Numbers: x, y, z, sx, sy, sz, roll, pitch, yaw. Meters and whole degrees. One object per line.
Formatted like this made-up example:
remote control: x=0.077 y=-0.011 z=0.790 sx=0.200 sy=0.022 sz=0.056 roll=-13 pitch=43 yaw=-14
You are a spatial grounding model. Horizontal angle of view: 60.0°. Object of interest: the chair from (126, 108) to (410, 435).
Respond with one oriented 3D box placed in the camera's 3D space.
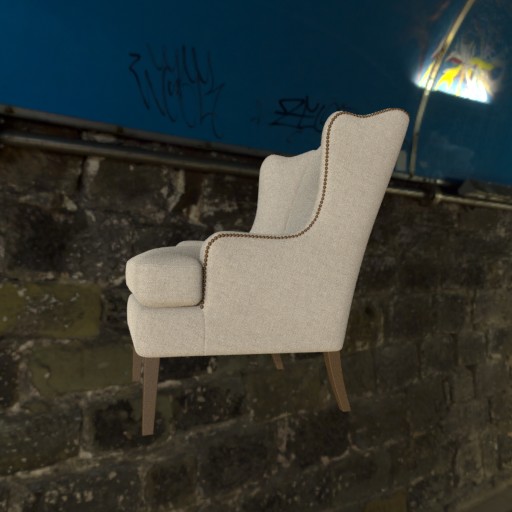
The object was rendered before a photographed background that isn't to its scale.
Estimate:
chair: x=0.000 y=0.000 z=1.695 sx=0.940 sy=1.029 sz=0.737 roll=0 pitch=-1 yaw=-18
